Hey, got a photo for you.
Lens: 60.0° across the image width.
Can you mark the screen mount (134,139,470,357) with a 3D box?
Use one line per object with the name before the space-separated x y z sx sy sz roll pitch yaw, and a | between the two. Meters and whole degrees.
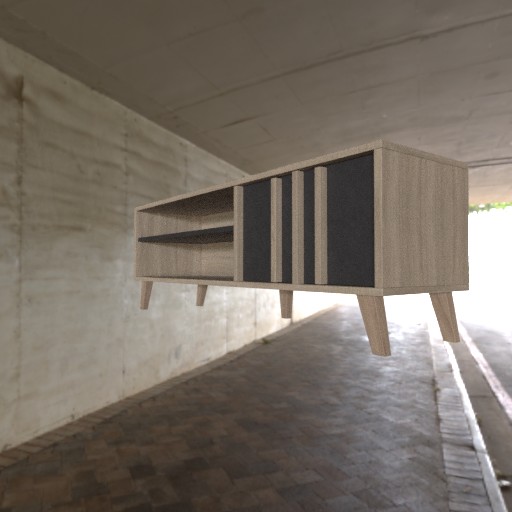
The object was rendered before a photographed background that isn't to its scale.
screen mount | 0.000 0.000 1.743 0.401 0.509 1.500 1 -2 -37
